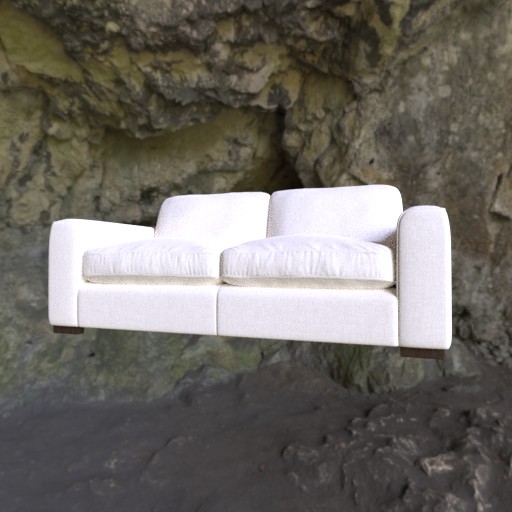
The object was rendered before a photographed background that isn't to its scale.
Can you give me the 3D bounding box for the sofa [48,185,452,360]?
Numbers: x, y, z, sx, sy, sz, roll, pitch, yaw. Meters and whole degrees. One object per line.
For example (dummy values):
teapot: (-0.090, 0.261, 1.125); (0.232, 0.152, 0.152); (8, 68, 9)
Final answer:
sofa: (0.000, 0.000, 2.447); (1.920, 0.801, 1.069); (0, 0, 19)
